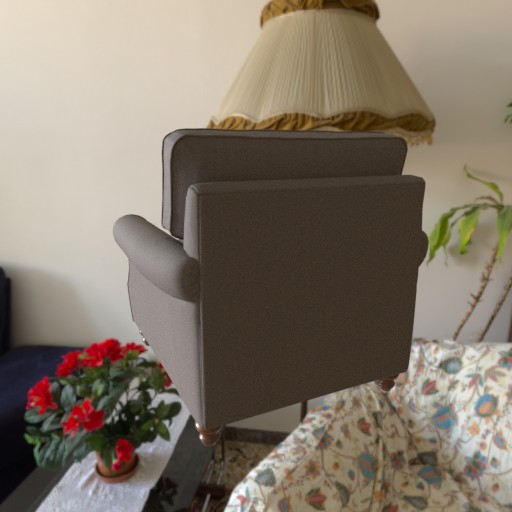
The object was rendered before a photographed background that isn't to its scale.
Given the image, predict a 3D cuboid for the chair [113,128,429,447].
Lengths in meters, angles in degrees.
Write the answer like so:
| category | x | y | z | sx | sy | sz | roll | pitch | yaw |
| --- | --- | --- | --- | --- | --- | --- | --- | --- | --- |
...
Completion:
| category | x | y | z | sx | sy | sz | roll | pitch | yaw |
| --- | --- | --- | --- | --- | --- | --- | --- | --- | --- |
| chair | 0.000 | 0.000 | 1.795 | 1.029 | 0.967 | 0.966 | -7 | 16 | -26 |
